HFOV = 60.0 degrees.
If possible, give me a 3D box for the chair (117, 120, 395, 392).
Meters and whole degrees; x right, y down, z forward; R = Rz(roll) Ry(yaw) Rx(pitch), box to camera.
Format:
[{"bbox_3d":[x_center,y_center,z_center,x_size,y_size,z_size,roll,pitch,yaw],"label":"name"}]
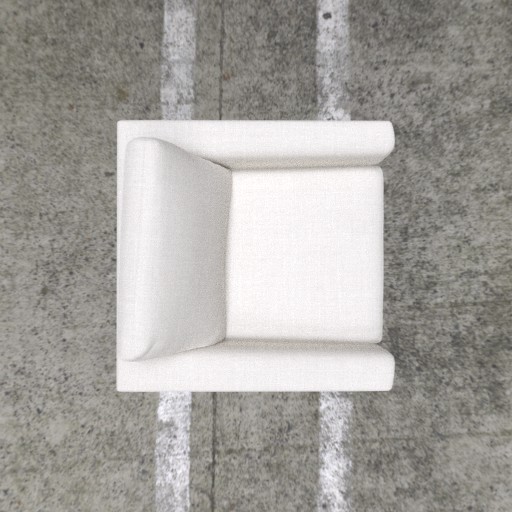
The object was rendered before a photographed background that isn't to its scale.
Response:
[{"bbox_3d":[0.000,0.000,1.898,1.100,0.876,1.070,0,90,0],"label":"chair"}]
